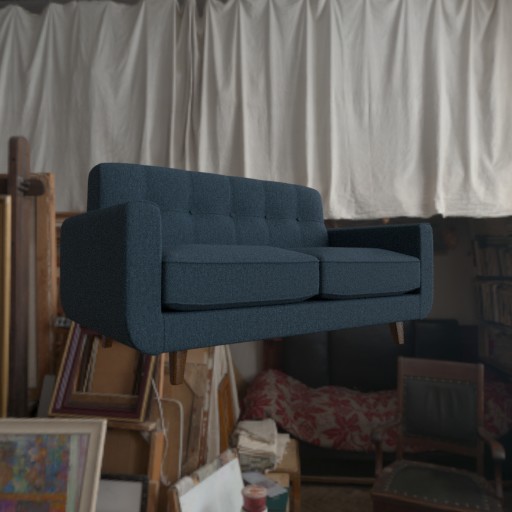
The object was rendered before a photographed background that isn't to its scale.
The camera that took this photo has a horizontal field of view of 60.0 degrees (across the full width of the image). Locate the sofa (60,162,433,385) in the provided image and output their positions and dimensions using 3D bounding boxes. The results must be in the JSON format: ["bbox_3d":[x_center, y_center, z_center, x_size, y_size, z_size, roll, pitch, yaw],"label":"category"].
[{"bbox_3d":[0.000,0.000,2.220,1.651,0.896,0.942,0,0,-36],"label":"sofa"}]
